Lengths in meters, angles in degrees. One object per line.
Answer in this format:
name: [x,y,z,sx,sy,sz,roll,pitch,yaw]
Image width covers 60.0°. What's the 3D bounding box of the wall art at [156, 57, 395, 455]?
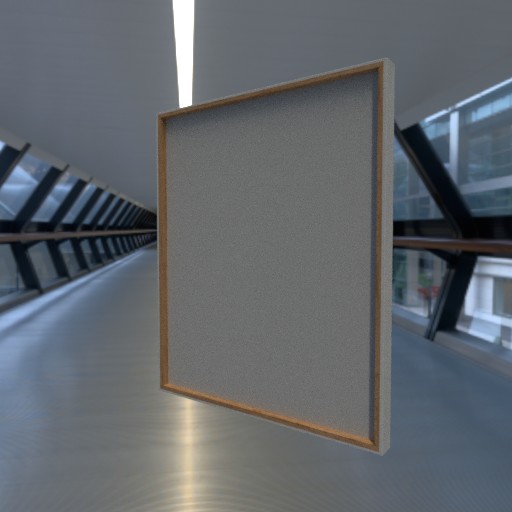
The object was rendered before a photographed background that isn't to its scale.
wall art: [0.000,0.000,0.835,0.508,0.606,0.037,2,3,36]
